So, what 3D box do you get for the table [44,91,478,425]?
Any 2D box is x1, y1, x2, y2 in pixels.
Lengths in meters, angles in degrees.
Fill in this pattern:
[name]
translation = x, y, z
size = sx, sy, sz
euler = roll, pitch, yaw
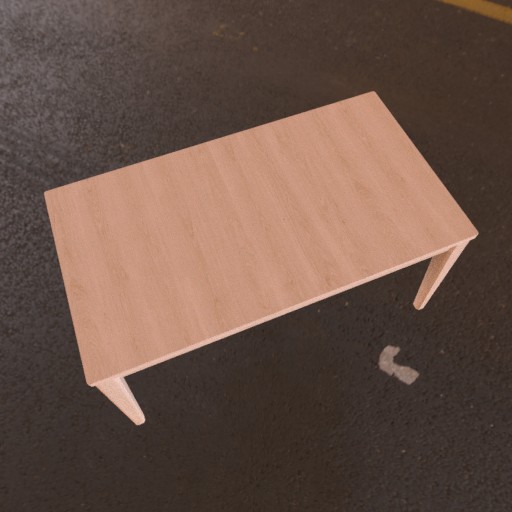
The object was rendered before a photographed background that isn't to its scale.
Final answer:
[table]
translation = 0.000, 0.000, 2.108
size = 1.600, 0.760, 0.900
euler = -20, 64, -10
